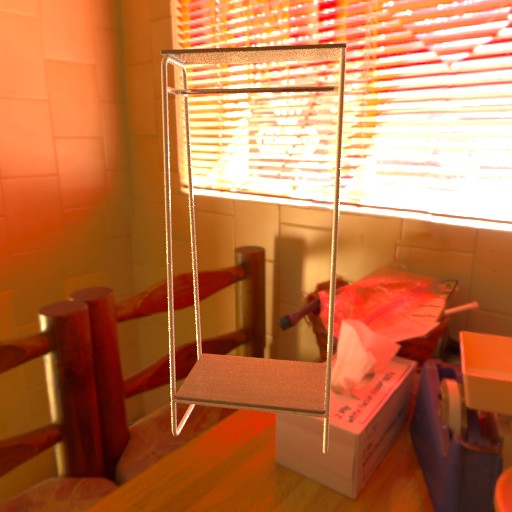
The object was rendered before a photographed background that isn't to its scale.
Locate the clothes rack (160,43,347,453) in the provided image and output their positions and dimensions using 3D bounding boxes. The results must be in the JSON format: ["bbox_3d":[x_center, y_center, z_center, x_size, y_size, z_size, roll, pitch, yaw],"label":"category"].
[{"bbox_3d":[0.000,0.000,1.788,0.640,1.512,0.400,2,15,10],"label":"clothes rack"}]
